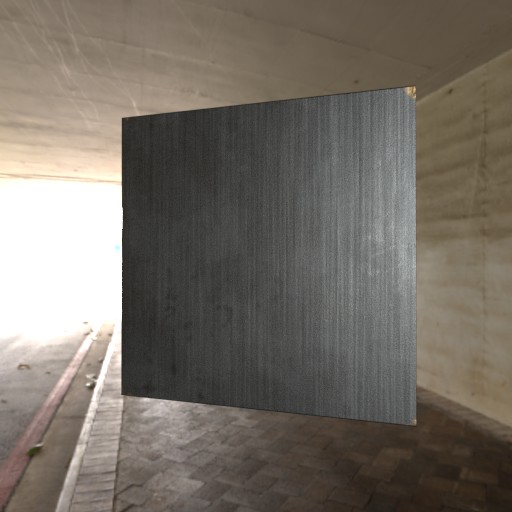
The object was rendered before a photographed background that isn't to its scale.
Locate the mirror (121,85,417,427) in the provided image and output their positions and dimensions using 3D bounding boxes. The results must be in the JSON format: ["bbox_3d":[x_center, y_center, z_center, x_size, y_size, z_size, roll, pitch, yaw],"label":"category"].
[{"bbox_3d":[0.000,0.000,0.561,0.382,0.381,0.020,0,0,17],"label":"mirror"}]
